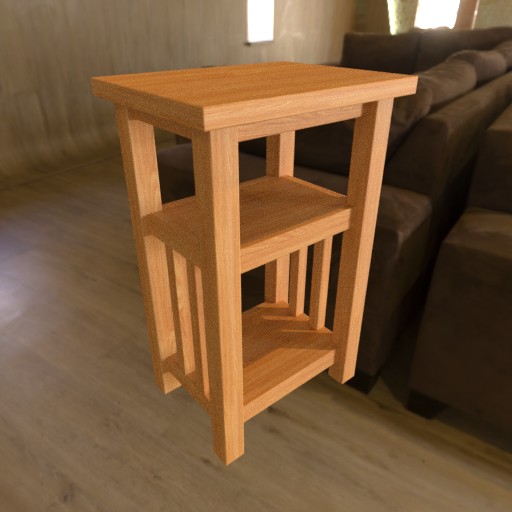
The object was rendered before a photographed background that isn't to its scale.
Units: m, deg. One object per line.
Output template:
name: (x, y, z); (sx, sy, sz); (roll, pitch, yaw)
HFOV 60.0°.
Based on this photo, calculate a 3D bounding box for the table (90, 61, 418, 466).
table: (0.000, 0.000, 0.728); (0.350, 0.550, 0.270); (-22, 36, -34)
